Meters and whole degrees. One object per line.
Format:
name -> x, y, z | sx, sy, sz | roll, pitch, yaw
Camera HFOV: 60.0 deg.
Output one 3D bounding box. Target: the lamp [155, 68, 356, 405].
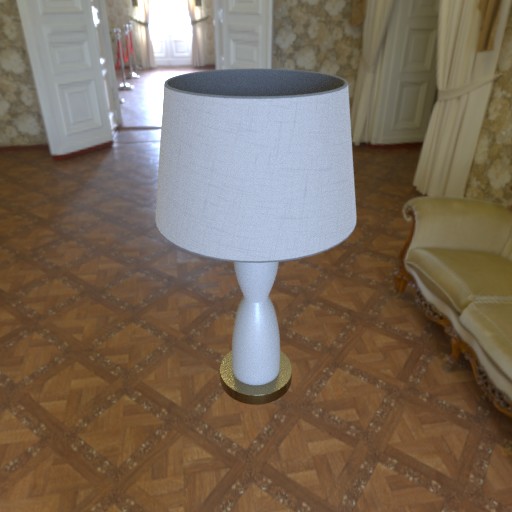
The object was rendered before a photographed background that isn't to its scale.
lamp -> 0.000, 0.000, 0.732 | 0.309, 0.545, 0.309 | 0, 30, 0
